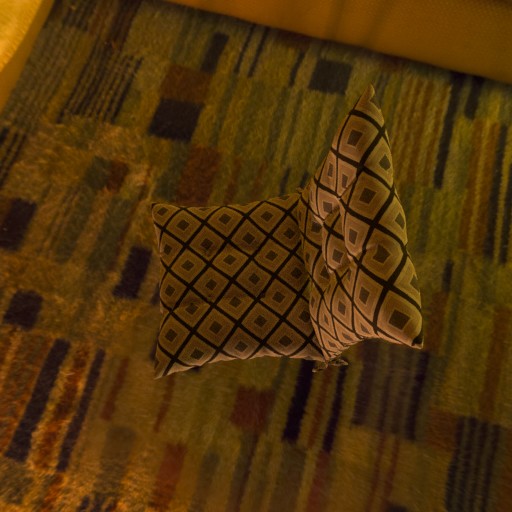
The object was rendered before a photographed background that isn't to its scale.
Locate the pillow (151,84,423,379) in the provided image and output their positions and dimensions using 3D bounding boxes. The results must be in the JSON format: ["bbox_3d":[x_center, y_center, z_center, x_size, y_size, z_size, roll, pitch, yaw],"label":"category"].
[{"bbox_3d":[0.000,0.000,1.032,0.585,0.536,0.541,-5,74,-1],"label":"pillow"}]
